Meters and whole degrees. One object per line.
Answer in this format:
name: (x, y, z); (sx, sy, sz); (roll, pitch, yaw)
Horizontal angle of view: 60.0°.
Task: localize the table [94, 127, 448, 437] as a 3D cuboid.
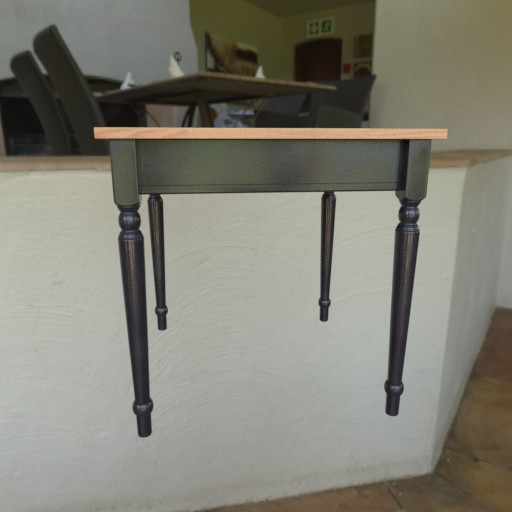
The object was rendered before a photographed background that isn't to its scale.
table: (0.000, 0.000, 1.370); (0.747, 0.738, 0.747); (-2, 14, -8)
